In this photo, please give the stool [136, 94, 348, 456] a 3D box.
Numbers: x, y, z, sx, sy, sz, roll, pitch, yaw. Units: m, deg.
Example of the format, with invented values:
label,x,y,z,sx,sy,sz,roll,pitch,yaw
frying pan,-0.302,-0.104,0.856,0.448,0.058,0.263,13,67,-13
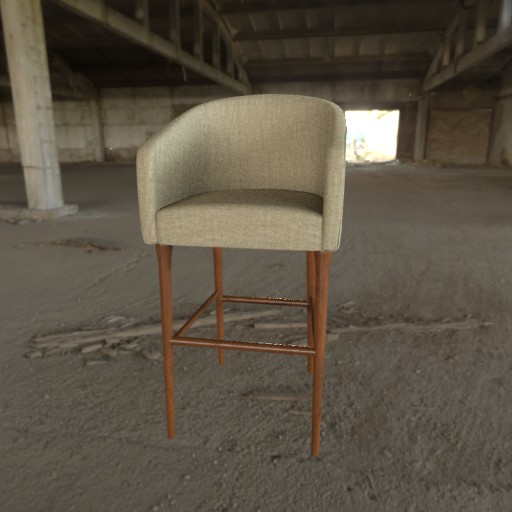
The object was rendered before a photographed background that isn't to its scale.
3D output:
label,x,y,z,sx,sy,sz,roll,pitch,yaw
stool,0.000,0.000,1.489,0.559,1.078,0.607,3,15,10
